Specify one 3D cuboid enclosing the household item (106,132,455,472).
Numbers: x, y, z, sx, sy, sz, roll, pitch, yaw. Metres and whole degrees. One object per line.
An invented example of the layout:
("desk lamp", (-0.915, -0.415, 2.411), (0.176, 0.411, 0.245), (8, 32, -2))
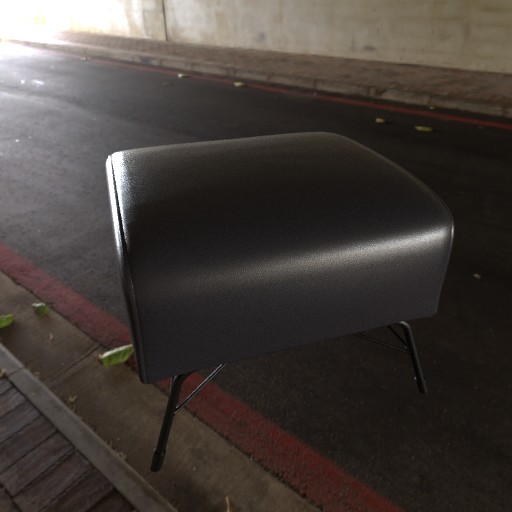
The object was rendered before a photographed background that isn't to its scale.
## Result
("household item", (0.000, 0.000, 0.890), (0.530, 0.410, 0.530), (-10, 33, -16))
